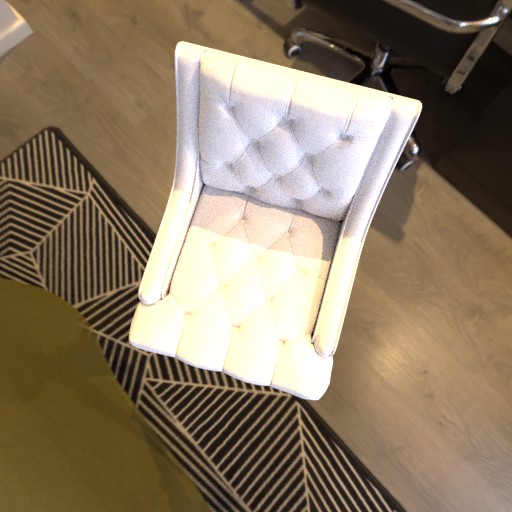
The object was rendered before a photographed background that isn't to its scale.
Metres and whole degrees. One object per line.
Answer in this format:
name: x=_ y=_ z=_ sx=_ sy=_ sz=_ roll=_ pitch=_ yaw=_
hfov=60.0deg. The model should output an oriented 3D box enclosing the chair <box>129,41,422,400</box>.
chair: x=0.000 y=0.000 z=1.430 sx=0.658 sy=0.891 sz=0.772 roll=16 pitch=77 yaw=4
